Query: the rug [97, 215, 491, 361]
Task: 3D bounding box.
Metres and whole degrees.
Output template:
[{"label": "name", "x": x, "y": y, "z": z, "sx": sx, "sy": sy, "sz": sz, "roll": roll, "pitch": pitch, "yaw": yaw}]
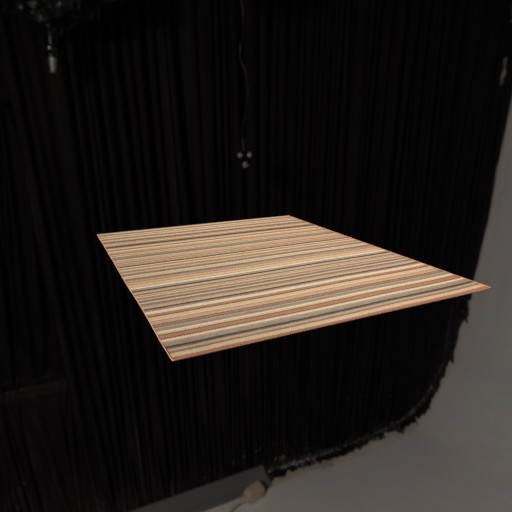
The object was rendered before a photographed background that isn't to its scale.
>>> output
[{"label": "rug", "x": 0.000, "y": 0.000, "z": 4.097, "sx": 2.436, "sy": 0.011, "sz": 3.045, "roll": -8, "pitch": 18, "yaw": -25}]
